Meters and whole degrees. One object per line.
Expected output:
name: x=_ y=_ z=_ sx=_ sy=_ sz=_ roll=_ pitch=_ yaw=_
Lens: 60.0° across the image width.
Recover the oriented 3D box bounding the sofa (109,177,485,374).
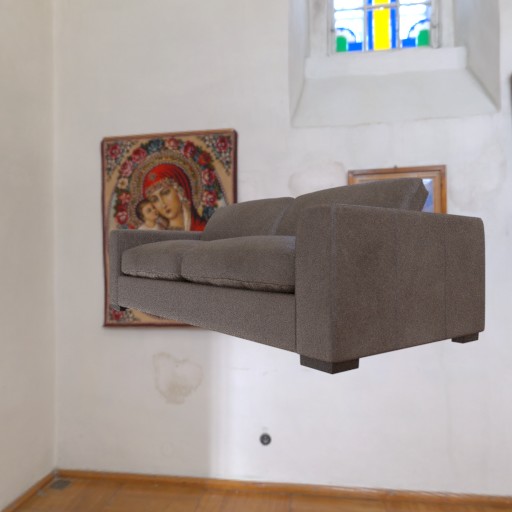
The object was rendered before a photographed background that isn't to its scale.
sofa: x=0.000 y=0.000 z=2.690 sx=1.070 sy=0.801 sz=2.262 roll=0 pitch=0 yaw=-37
